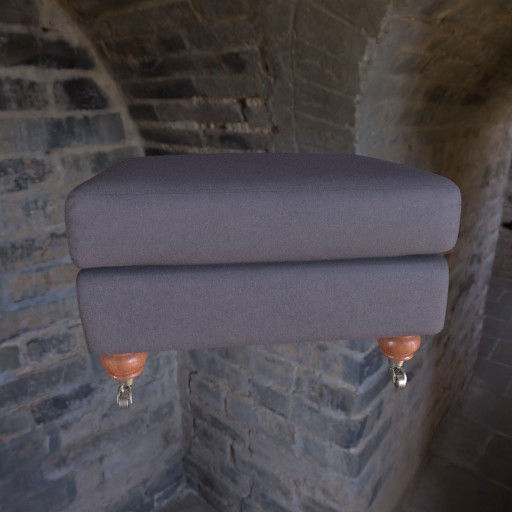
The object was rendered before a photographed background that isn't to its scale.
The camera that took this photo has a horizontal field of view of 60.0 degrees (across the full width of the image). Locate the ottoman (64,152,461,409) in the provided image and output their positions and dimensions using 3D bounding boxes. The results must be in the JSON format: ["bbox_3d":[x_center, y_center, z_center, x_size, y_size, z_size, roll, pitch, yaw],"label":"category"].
[{"bbox_3d":[0.000,0.000,1.126,0.773,0.497,0.574,-2,18,-7],"label":"ottoman"}]
